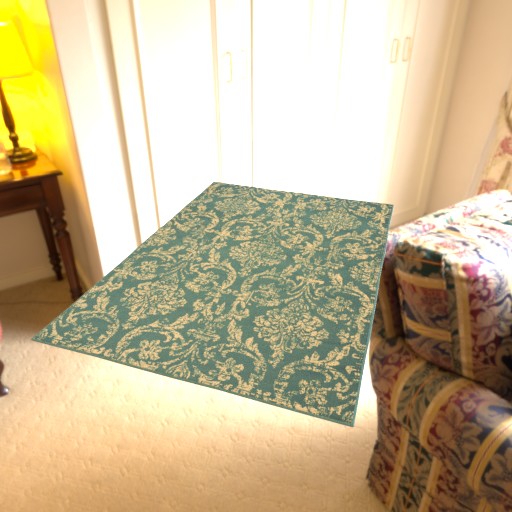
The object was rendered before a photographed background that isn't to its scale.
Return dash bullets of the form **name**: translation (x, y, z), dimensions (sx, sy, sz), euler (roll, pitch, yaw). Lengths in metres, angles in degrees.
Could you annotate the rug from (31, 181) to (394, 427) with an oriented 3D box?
- **rug**: translation (0.000, 0.000, 2.825), dimensions (1.554, 0.012, 2.205), euler (10, 32, 16)
